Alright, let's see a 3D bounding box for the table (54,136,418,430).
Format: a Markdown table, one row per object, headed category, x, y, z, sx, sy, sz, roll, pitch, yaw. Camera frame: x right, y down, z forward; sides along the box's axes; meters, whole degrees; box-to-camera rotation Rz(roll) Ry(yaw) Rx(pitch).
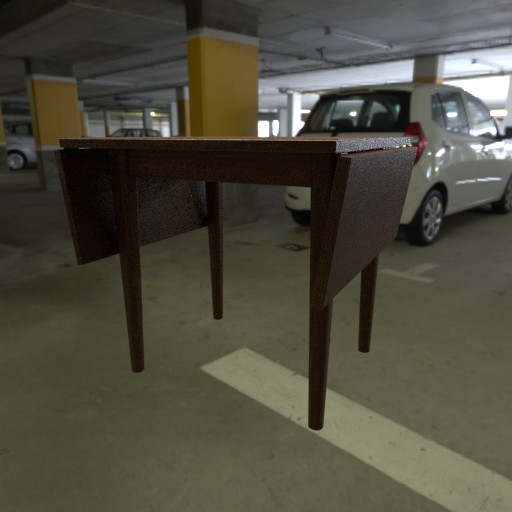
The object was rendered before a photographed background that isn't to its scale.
| category | x | y | z | sx | sy | sz | roll | pitch | yaw |
| --- | --- | --- | --- | --- | --- | --- | --- | --- | --- |
| table | 0.000 | 0.000 | 1.475 | 0.843 | 0.763 | 0.812 | 8 | 17 | 27 |
